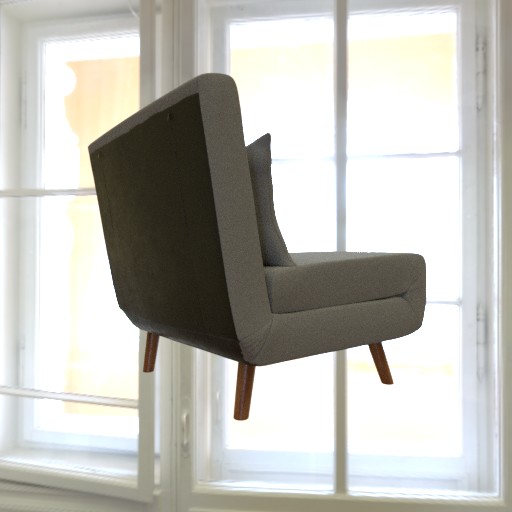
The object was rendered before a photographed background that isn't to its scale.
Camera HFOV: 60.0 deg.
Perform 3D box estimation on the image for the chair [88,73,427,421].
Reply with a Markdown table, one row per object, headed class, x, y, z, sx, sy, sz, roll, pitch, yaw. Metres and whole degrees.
| class | x | y | z | sx | sy | sz | roll | pitch | yaw |
| --- | --- | --- | --- | --- | --- | --- | --- | --- | --- |
| chair | 0.000 | 0.000 | 1.486 | 0.902 | 0.808 | 0.770 | 0 | 0 | -37 |
